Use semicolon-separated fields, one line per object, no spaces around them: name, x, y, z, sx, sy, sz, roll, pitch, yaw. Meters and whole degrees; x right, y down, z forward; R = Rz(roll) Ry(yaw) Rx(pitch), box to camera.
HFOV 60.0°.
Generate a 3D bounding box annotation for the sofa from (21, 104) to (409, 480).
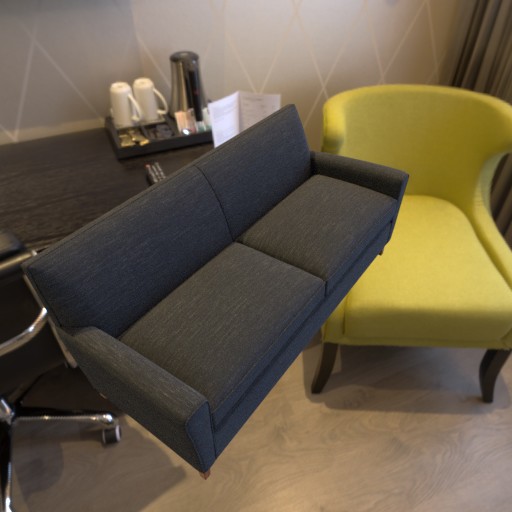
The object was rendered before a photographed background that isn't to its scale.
sofa;0.000;0.000;2.362;0.875;0.846;1.976;26;47;26
